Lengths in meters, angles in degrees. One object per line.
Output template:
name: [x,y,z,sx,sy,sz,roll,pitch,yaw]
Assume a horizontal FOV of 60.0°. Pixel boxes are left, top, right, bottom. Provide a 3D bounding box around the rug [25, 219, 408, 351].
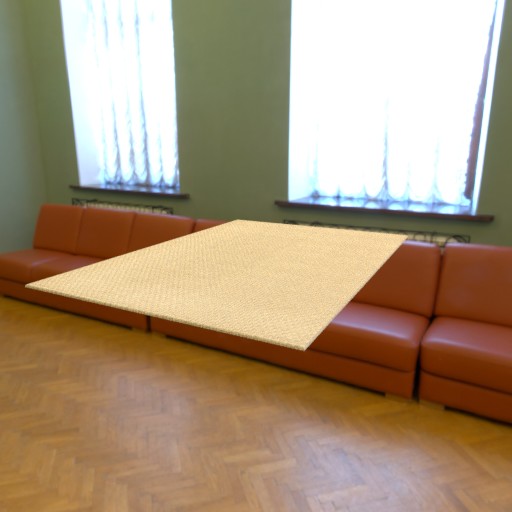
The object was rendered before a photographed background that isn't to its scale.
rug: [0.000,0.000,2.819,1.509,0.013,2.144,8,16,27]
